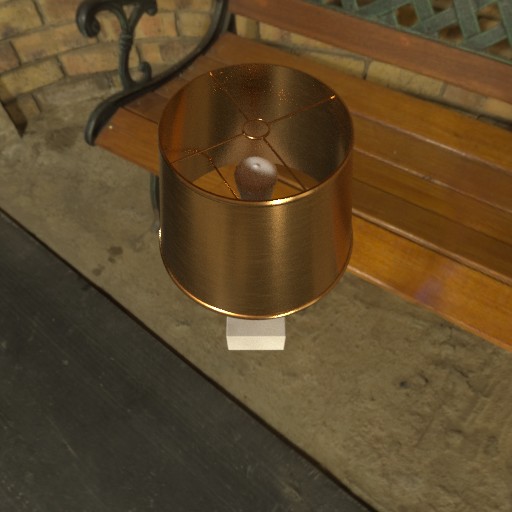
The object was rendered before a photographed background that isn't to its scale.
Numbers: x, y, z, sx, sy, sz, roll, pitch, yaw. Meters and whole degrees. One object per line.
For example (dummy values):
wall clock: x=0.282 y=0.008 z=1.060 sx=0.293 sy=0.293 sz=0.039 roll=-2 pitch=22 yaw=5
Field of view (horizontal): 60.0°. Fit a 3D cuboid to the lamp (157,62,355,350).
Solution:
lamp: x=0.000 y=0.000 z=0.525 sx=0.208 sy=0.406 sz=0.208 roll=0 pitch=59 yaw=0
